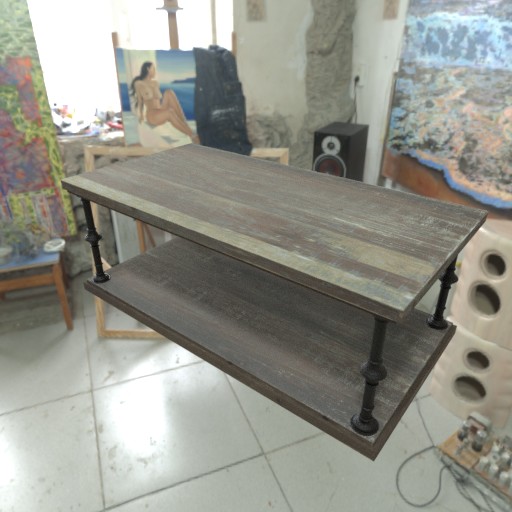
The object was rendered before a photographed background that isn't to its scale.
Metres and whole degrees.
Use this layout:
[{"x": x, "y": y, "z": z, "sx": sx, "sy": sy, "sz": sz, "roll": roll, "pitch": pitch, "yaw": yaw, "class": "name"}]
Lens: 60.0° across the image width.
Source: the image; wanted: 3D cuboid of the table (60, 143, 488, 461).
[{"x": 0.000, "y": 0.000, "z": 1.344, "sx": 1.088, "sy": 0.399, "sz": 0.554, "roll": 21, "pitch": 35, "yaw": 33, "class": "table"}]
